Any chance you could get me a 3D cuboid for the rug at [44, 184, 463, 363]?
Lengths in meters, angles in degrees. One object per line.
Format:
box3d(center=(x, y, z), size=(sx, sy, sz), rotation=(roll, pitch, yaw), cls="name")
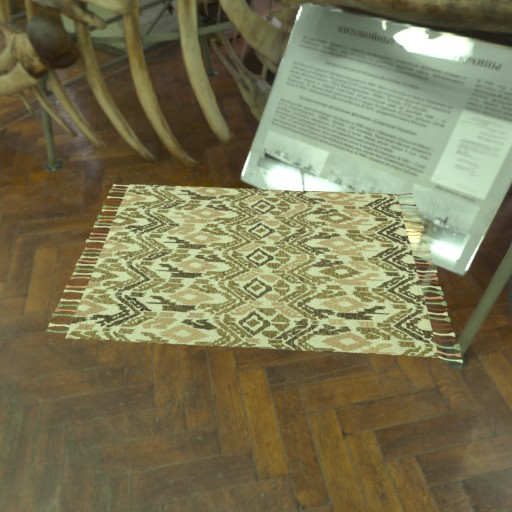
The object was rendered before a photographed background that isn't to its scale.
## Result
box3d(center=(0.000, 0.000, 3.060), size=(2.438, 0.008, 1.524), rotation=(2, 46, 2), cls="rug")
